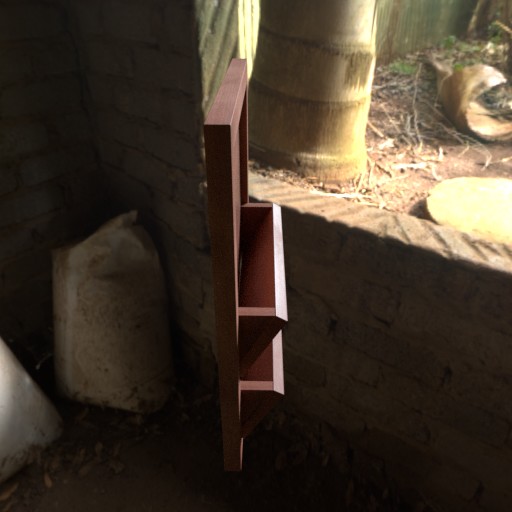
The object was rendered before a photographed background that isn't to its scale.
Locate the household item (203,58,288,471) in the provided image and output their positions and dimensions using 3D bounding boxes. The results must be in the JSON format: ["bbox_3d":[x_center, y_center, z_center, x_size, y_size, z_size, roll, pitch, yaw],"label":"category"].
[{"bbox_3d":[0.000,0.000,0.547,0.067,0.407,0.310,1,32,1],"label":"household item"}]
